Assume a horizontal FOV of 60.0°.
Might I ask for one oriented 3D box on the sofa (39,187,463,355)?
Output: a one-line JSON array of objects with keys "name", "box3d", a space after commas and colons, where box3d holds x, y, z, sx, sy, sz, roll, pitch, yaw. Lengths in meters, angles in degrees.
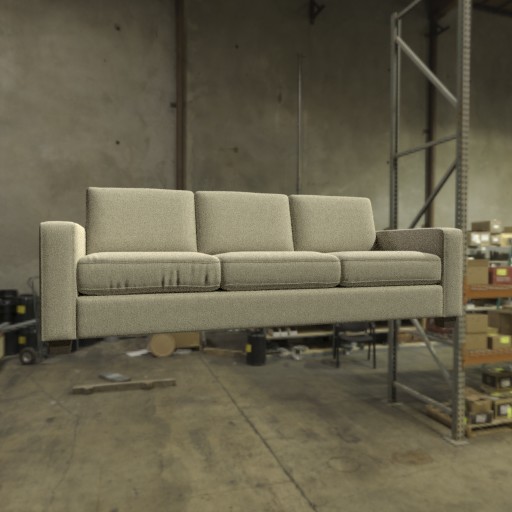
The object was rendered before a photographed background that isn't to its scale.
[{"name": "sofa", "box3d": [0.000, 0.000, 2.558, 2.160, 0.800, 0.900, 0, 1, -18]}]
